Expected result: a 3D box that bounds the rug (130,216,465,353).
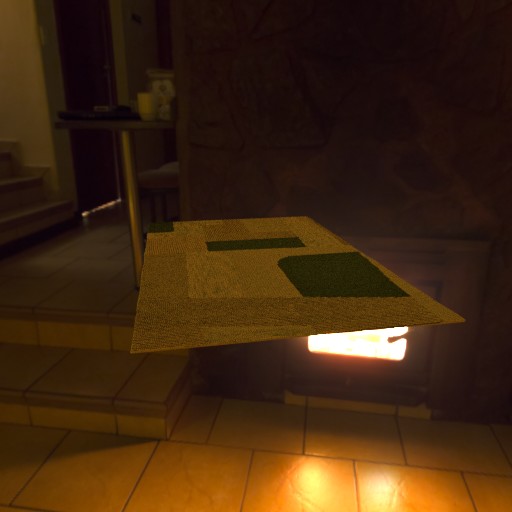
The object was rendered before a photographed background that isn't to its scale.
[{"bbox_3d":[0.000,0.000,3.072,1.521,0.015,2.436,-3,17,-11],"label":"rug"}]
